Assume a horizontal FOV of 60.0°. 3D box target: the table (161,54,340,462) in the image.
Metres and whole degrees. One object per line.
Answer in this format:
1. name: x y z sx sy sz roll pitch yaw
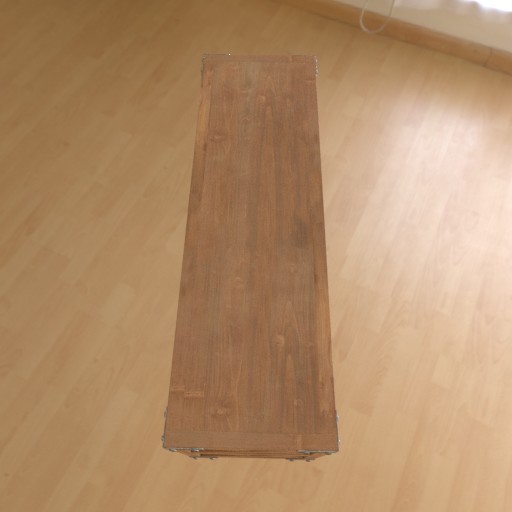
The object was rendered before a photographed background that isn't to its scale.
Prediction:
1. table: 0.000 0.000 1.787 0.467 0.711 1.487 1 63 0
